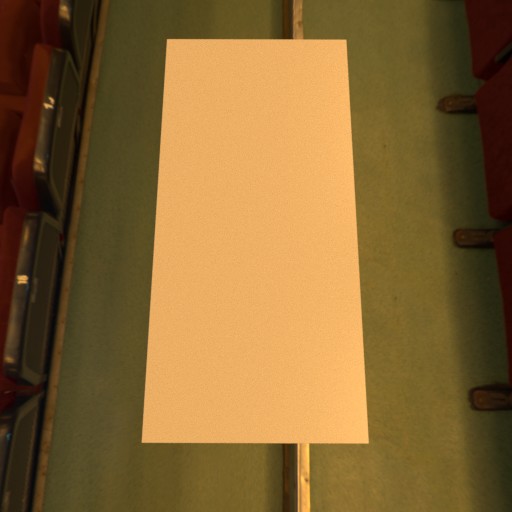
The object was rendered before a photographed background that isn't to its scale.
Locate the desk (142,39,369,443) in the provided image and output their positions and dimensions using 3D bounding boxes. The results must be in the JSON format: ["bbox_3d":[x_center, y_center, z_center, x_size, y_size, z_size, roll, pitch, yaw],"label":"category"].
[{"bbox_3d":[0.000,0.000,1.492,0.509,0.780,1.059,0,76,0],"label":"desk"}]
